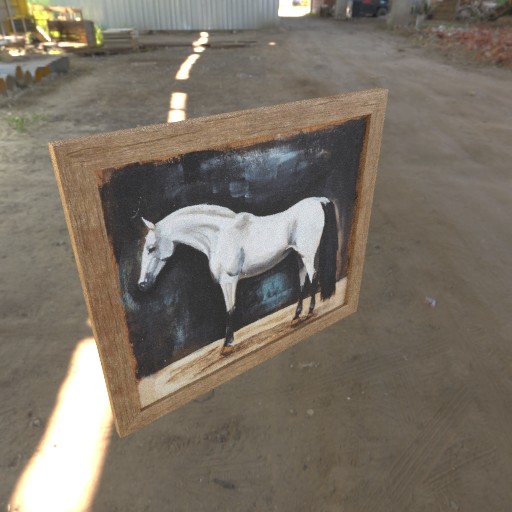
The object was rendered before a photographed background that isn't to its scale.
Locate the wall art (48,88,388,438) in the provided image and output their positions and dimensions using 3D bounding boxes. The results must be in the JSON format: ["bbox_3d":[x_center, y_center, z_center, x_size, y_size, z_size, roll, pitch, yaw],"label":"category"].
[{"bbox_3d":[0.000,0.000,0.920,0.690,0.588,0.026,-21,36,-31],"label":"wall art"}]
